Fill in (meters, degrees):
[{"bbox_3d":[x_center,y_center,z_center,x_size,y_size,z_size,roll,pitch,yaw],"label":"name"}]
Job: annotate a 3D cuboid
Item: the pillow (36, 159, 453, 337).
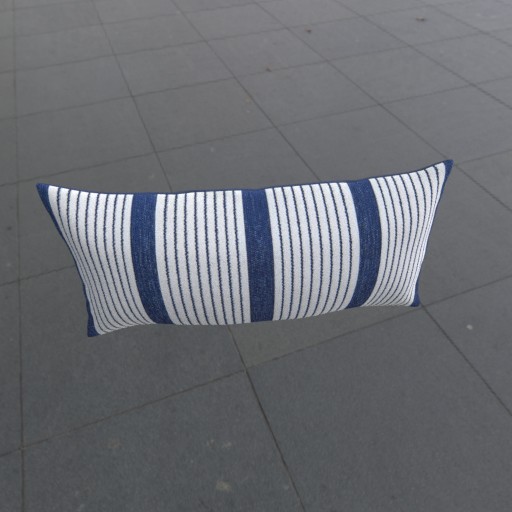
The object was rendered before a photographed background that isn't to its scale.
[{"bbox_3d":[0.000,0.000,0.720,0.608,0.292,0.156,-4,46,-4],"label":"pillow"}]
